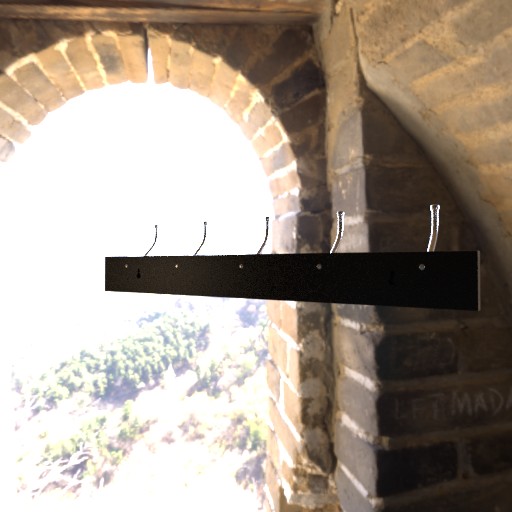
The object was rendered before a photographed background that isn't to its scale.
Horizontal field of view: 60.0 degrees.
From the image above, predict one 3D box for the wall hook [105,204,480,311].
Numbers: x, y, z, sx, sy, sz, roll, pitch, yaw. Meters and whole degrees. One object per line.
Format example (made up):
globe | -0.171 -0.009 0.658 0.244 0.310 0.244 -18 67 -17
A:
wall hook | 0.000 0.000 0.624 0.571 0.117 0.071 -1 -1 34
